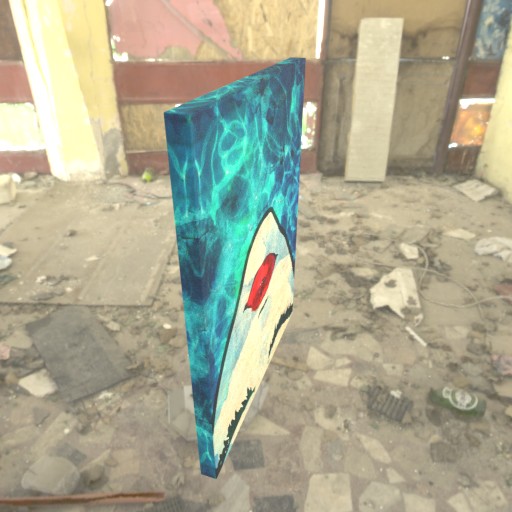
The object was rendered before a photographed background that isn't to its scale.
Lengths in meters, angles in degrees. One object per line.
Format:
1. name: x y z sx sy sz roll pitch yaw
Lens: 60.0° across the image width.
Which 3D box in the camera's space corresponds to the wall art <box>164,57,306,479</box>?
1. wall art: 0.000 0.000 1.004 0.038 0.760 0.609 10 32 17
